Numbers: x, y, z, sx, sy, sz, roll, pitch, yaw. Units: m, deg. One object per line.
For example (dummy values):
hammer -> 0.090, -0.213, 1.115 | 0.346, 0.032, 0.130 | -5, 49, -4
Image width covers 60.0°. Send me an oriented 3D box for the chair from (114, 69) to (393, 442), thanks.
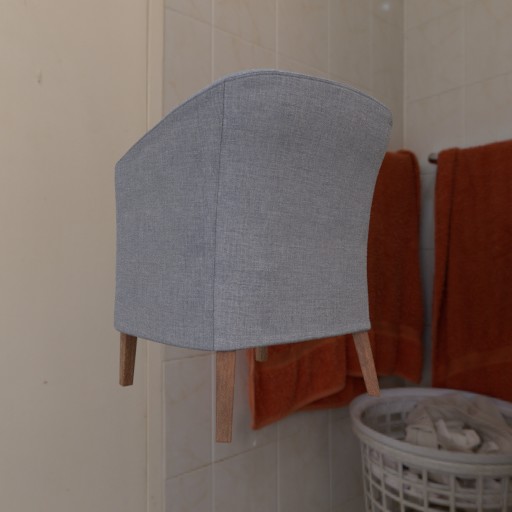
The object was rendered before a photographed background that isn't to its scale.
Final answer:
chair -> 0.000, 0.000, 1.250 | 0.600, 0.771, 0.668 | 0, 0, -38
